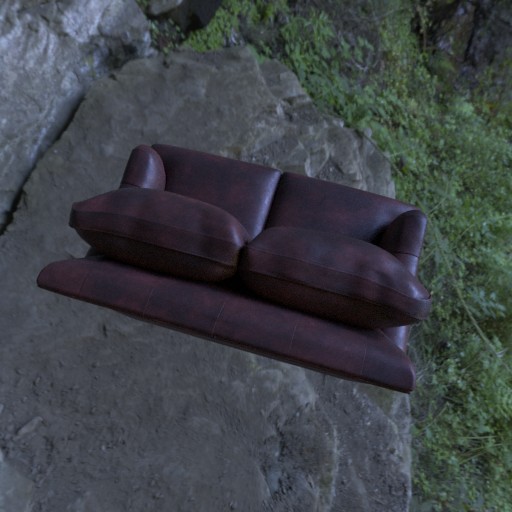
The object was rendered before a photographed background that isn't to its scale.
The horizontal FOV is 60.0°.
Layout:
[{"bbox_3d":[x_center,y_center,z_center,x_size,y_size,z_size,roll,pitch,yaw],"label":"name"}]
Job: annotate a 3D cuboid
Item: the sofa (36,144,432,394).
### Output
[{"bbox_3d":[0.000,0.000,2.298,1.628,1.070,1.148,15,66,7],"label":"sofa"}]
